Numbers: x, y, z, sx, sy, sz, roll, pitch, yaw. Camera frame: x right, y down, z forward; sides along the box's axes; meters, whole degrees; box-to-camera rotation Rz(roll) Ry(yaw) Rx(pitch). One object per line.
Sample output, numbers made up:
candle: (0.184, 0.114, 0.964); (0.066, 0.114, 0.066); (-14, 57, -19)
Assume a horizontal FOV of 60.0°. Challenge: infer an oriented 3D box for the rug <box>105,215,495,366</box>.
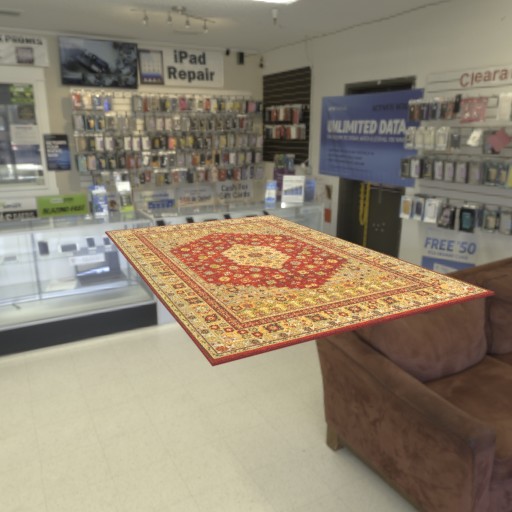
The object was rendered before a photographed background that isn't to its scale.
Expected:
rug: (0.000, 0.000, 2.252); (1.194, 0.013, 1.802); (-8, 18, -26)
